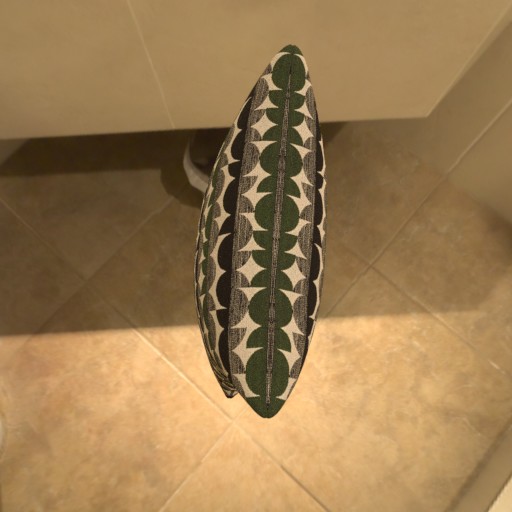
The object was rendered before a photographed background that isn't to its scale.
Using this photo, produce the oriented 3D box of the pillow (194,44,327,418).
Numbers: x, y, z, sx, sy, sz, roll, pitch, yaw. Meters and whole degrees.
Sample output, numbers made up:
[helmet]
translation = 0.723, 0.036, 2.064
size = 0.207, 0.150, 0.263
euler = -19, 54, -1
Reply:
[pillow]
translation = 0.000, 0.000, 0.649
size = 0.180, 0.404, 0.419
euler = 4, 74, 1
